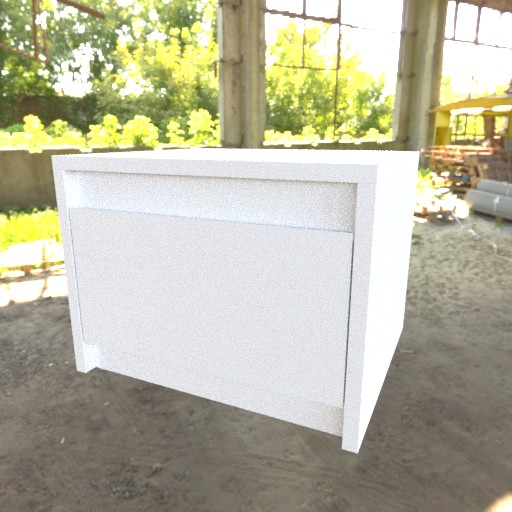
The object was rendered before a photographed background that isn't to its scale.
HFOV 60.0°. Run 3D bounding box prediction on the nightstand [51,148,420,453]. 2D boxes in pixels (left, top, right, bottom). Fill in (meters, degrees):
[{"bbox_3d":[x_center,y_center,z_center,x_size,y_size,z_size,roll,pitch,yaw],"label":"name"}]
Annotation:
[{"bbox_3d":[0.000,0.000,0.776,0.470,0.351,0.408,7,17,24],"label":"nightstand"}]
